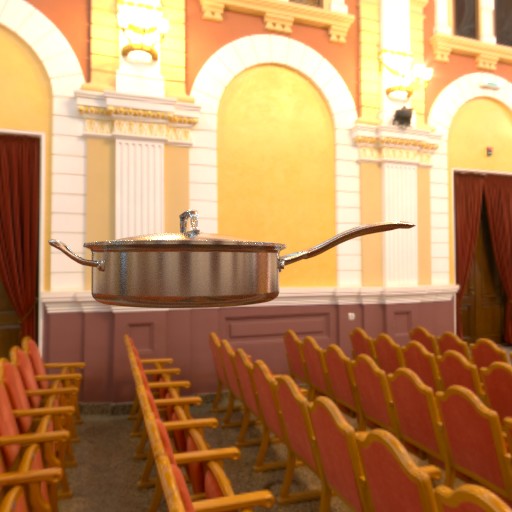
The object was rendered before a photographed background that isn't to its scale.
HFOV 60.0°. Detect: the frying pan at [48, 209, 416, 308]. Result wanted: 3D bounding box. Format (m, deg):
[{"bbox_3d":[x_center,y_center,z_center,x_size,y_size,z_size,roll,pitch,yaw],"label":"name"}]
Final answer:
[{"bbox_3d":[0.000,0.000,0.582,0.492,0.111,0.245,0,-1,-19],"label":"frying pan"}]
